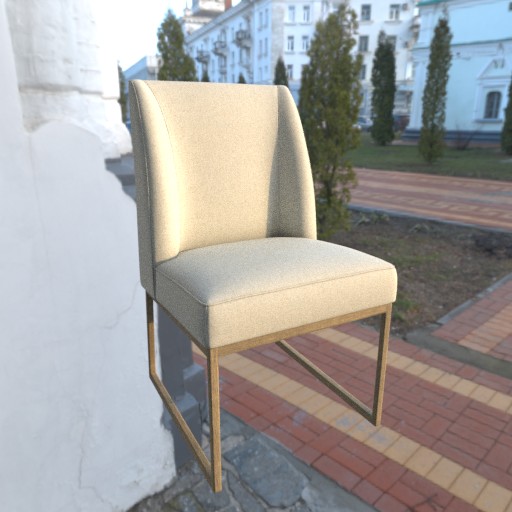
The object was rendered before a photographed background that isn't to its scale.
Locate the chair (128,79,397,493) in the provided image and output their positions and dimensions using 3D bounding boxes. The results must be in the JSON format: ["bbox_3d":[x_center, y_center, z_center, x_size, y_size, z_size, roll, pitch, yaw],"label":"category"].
[{"bbox_3d":[0.000,0.000,1.139,0.508,0.863,0.522,-9,19,-27],"label":"chair"}]
